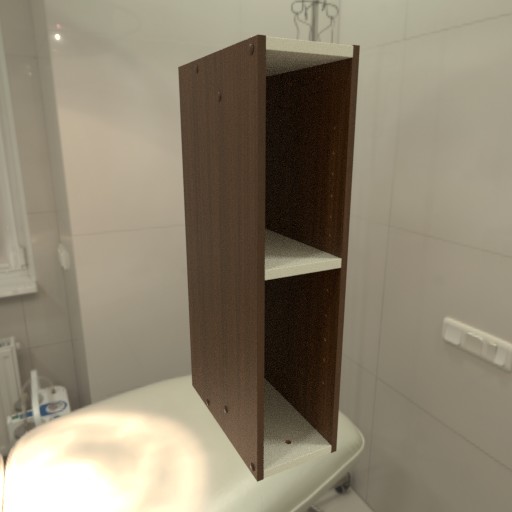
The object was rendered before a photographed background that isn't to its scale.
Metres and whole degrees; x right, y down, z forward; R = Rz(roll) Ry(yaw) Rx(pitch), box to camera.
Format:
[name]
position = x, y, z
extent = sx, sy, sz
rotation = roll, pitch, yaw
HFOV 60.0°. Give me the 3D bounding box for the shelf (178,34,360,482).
[shelf]
position = 0.000, 0.000, 0.727
extent = 0.147, 0.600, 0.290
rotation = -8, 17, -26
